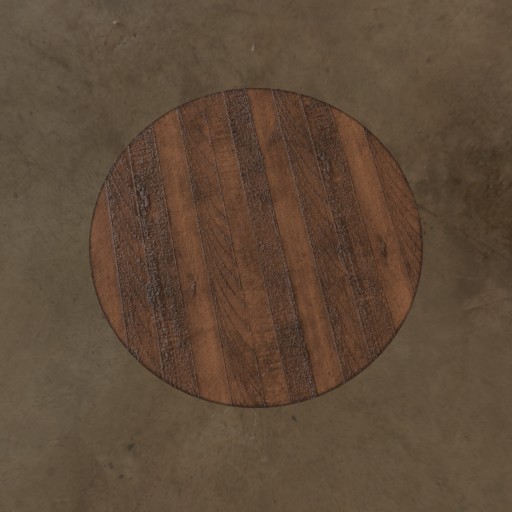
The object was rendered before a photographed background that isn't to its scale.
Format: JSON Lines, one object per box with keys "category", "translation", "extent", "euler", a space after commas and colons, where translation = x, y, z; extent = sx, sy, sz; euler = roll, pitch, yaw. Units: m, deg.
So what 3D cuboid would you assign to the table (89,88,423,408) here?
{"category": "table", "translation": [0.000, 0.000, 1.338], "extent": [0.837, 0.462, 0.837], "euler": [0, 75, 0]}
